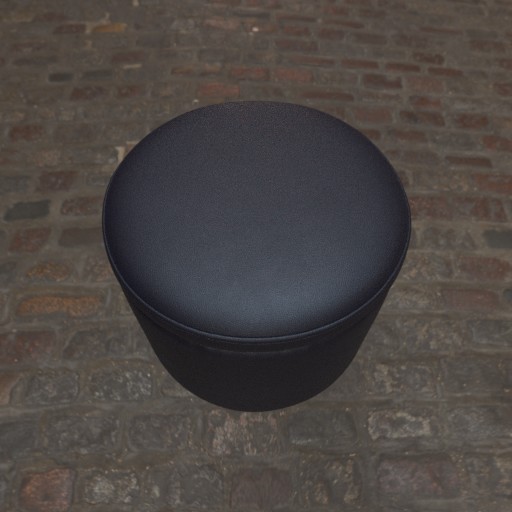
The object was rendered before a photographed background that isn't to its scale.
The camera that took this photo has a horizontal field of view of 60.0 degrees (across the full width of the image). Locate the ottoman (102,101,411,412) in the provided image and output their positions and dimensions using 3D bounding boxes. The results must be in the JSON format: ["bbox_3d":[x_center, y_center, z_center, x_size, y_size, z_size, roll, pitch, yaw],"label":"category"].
[{"bbox_3d":[0.000,0.000,0.862,0.501,0.409,0.501,0,57,0],"label":"ottoman"}]
